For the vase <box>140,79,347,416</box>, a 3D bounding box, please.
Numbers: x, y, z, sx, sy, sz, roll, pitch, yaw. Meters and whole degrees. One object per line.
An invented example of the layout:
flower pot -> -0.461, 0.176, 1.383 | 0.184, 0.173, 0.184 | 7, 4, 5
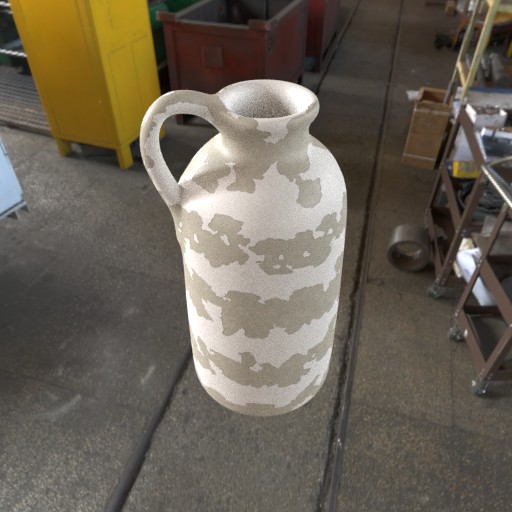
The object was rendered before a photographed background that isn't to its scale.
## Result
vase -> 0.000, 0.000, 0.490 | 0.203, 0.382, 0.186 | -12, 43, -13
